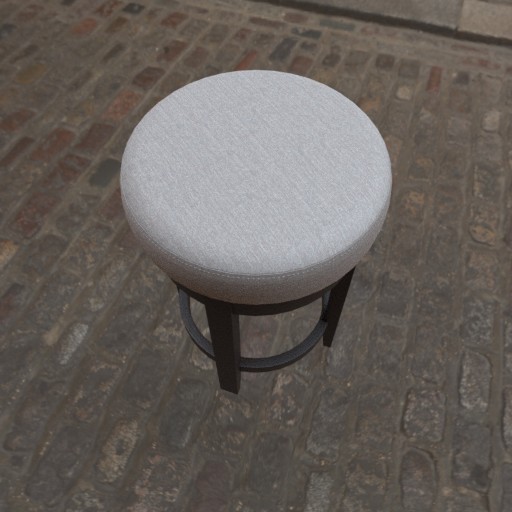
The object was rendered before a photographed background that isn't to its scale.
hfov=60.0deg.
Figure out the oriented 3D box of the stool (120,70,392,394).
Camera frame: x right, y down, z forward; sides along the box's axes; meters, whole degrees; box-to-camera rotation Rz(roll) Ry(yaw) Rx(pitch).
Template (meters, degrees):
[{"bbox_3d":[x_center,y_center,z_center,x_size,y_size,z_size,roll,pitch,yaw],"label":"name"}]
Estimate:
[{"bbox_3d":[0.000,0.000,0.966,0.443,0.672,0.443,0,59,0],"label":"stool"}]
